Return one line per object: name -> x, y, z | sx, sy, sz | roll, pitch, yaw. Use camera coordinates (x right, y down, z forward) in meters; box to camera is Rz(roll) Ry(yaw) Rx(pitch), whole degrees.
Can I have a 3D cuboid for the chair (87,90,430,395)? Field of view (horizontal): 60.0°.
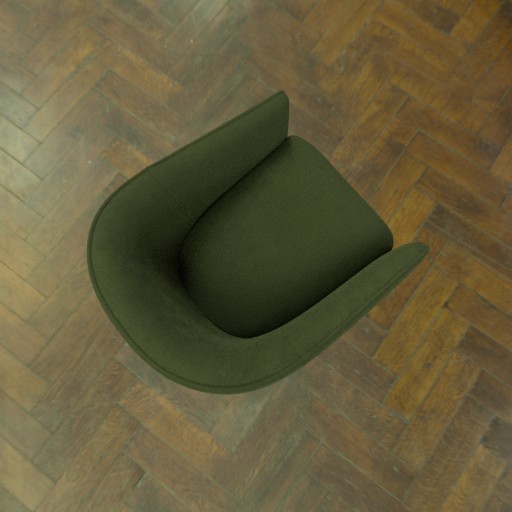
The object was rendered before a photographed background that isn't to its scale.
chair -> 0.000, 0.000, 1.509 | 0.875, 0.799, 0.747 | -38, 80, -8
